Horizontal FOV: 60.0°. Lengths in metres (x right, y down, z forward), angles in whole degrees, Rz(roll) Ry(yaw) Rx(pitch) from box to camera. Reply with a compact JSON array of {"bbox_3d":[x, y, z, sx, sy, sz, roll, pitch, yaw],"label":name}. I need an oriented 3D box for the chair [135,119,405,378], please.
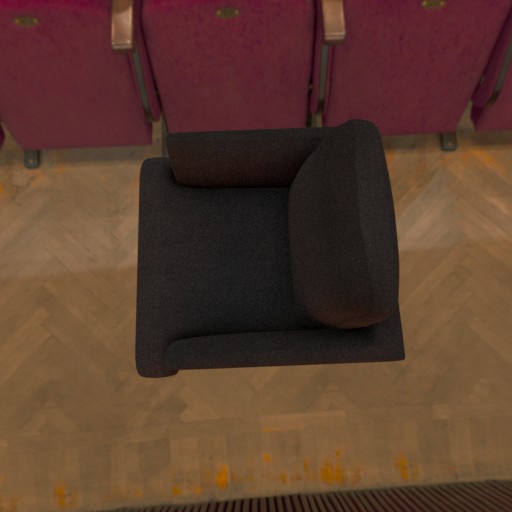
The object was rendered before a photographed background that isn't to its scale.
[{"bbox_3d":[0.000,0.000,1.669,0.899,0.957,0.858,-2,76,-1],"label":"chair"}]
